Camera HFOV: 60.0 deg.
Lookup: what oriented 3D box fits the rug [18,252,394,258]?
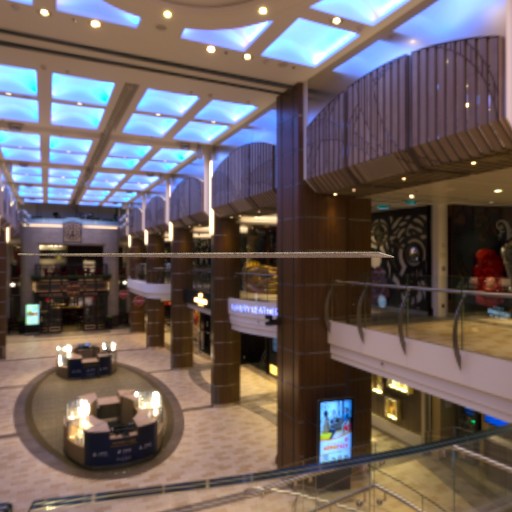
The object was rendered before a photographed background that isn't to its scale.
[{"bbox_3d":[0.000,0.000,4.220,2.437,0.014,3.201,0,-1,19],"label":"rug"}]
